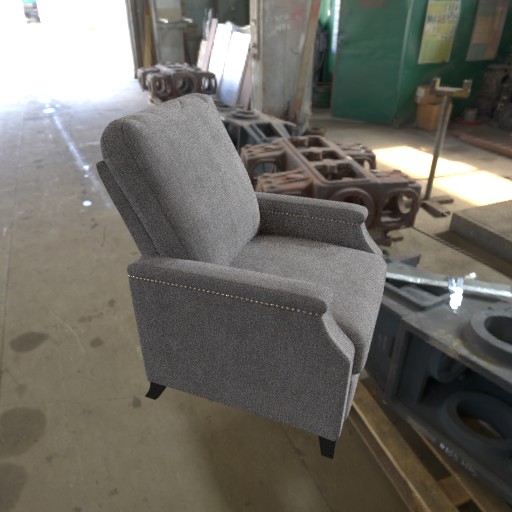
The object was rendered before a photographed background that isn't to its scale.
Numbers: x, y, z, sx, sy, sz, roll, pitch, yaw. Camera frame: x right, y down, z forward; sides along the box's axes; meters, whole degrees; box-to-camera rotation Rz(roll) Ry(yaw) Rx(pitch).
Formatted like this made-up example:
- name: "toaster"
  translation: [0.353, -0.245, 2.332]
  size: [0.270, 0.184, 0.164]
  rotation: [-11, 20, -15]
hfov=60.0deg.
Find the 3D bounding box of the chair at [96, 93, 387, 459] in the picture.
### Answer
- name: "chair"
  translation: [0.000, 0.000, 1.646]
  size: [0.922, 1.049, 0.710]
  rotation: [11, 32, 18]
